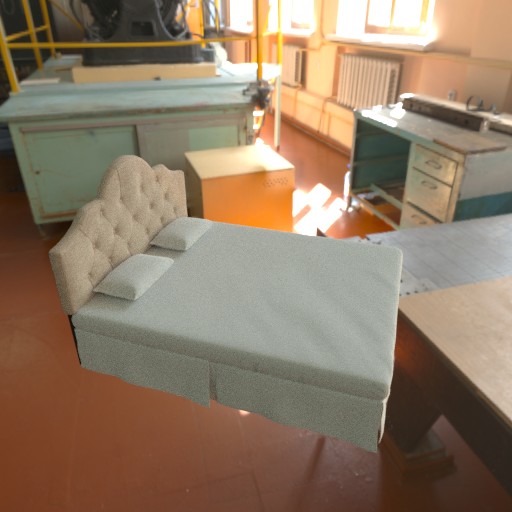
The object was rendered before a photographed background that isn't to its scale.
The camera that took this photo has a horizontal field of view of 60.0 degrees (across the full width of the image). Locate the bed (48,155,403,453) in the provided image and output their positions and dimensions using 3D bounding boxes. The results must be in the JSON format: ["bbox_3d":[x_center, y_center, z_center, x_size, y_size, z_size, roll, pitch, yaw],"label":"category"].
[{"bbox_3d":[0.000,0.000,3.007,1.970,1.194,1.667,9,30,16],"label":"bed"}]
